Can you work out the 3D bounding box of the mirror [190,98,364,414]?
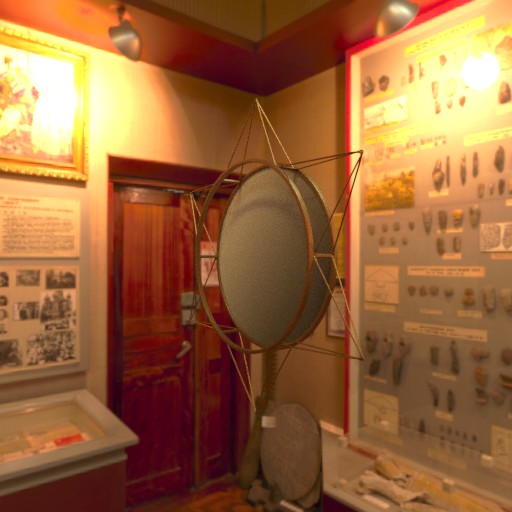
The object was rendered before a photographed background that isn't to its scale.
[{"bbox_3d":[0.000,0.000,0.815,0.062,0.581,0.498,0,0,-37],"label":"mirror"}]
